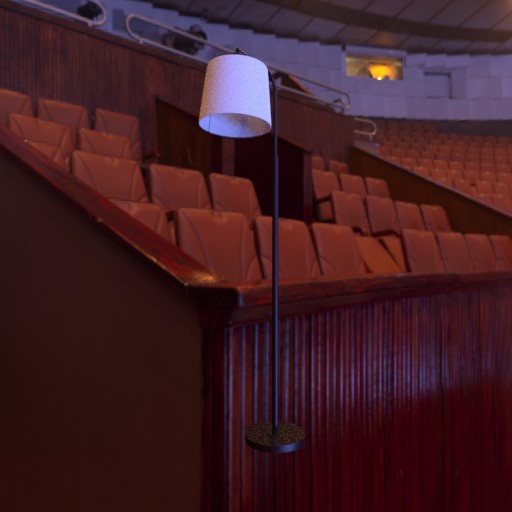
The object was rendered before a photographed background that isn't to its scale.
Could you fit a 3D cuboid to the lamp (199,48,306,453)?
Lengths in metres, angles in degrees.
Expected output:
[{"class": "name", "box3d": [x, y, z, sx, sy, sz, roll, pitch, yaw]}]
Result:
[{"class": "lamp", "box3d": [0.000, 0.000, 1.672, 0.254, 1.478, 0.508, 0, 1, 36]}]
